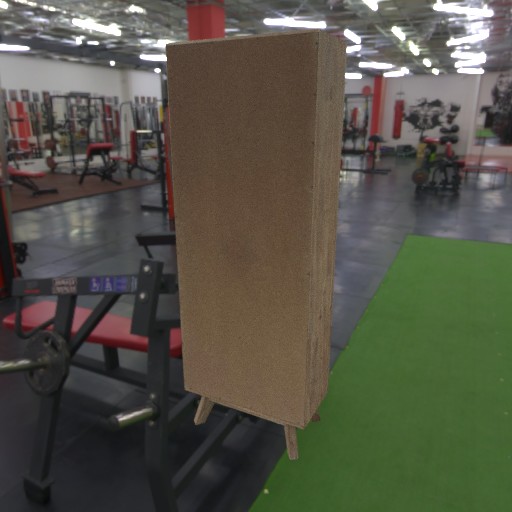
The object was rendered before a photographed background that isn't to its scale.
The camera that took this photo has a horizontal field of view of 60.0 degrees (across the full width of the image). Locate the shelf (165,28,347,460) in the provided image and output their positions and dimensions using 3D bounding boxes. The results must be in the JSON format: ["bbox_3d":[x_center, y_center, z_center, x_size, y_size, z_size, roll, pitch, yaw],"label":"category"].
[{"bbox_3d":[0.000,0.000,1.531,0.491,1.342,0.267,9,19,26],"label":"shelf"}]
